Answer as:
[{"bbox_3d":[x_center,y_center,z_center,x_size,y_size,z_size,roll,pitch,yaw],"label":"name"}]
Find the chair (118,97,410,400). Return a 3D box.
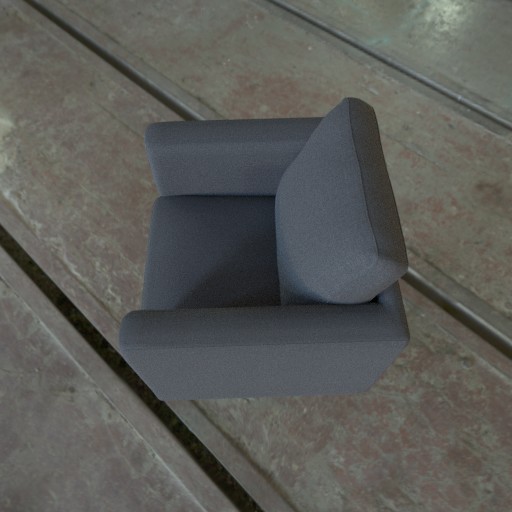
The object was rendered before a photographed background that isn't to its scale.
[{"bbox_3d":[0.000,0.000,1.560,0.800,0.927,0.854,-2,60,-1],"label":"chair"}]
